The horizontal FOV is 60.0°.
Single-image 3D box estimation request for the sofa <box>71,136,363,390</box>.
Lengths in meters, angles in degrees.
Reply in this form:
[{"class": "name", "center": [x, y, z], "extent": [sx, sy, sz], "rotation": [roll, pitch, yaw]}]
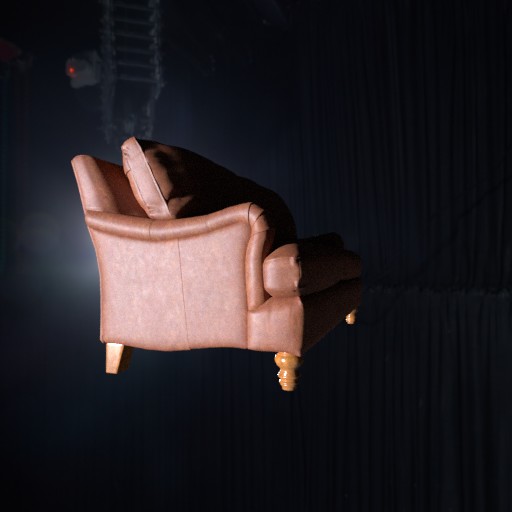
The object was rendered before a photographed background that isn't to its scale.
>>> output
[{"class": "sofa", "center": [0.000, 0.000, 2.832], "extent": [1.147, 1.071, 2.144], "rotation": [0, -1, 19]}]
